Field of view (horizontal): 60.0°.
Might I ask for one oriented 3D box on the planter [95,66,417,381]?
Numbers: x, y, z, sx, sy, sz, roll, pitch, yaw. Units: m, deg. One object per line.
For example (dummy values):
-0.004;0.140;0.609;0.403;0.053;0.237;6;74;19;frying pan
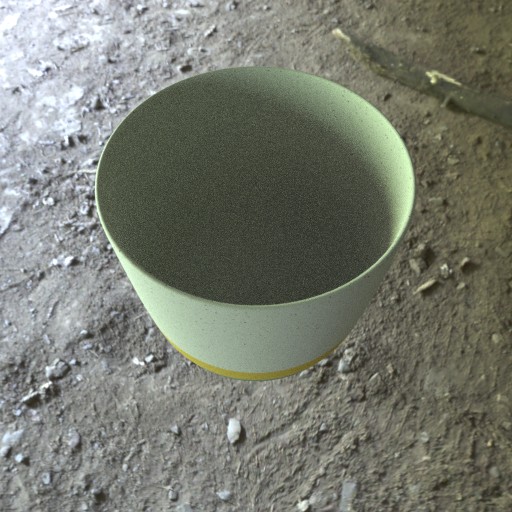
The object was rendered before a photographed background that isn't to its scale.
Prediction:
0.000;0.000;0.362;0.195;0.214;0.195;0;58;0;planter
